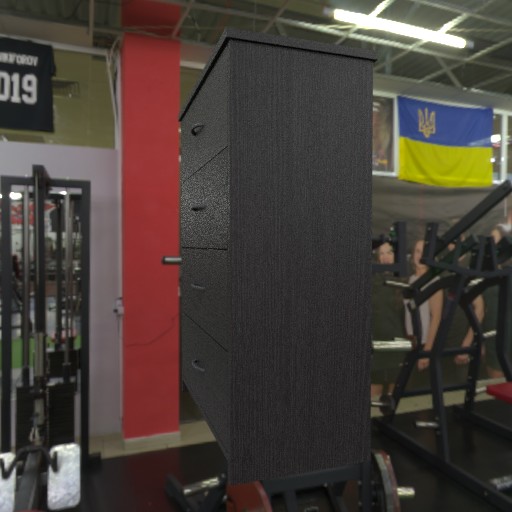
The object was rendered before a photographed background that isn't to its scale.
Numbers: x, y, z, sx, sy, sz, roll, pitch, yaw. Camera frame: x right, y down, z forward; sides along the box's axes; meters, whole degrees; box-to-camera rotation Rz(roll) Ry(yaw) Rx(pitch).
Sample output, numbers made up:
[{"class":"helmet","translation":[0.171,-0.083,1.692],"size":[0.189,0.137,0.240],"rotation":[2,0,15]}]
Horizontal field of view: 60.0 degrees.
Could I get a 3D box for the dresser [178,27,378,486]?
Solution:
[{"class":"dresser","translation":[0.000,0.000,1.372],"size":[0.399,1.020,0.704],"rotation":[0,2,-18]}]
